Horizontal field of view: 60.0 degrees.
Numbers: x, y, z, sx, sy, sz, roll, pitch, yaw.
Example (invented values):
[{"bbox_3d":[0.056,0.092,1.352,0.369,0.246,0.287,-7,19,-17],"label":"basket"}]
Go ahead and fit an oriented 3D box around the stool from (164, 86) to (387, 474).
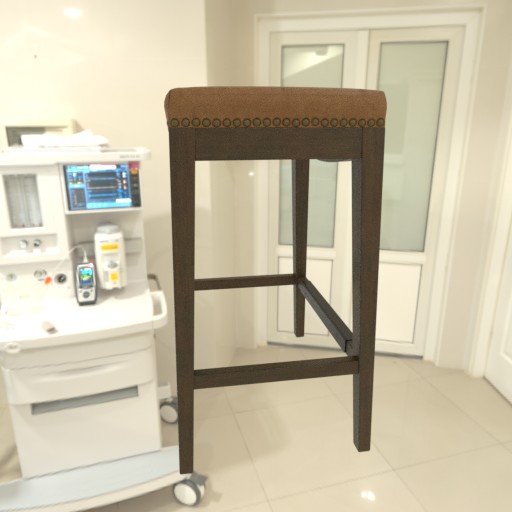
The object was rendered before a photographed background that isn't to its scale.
[{"bbox_3d":[0.000,0.000,0.961,0.361,0.660,0.500,-3,17,-9],"label":"stool"}]
